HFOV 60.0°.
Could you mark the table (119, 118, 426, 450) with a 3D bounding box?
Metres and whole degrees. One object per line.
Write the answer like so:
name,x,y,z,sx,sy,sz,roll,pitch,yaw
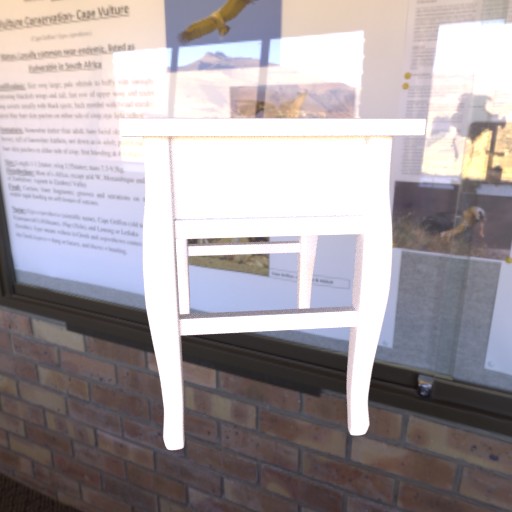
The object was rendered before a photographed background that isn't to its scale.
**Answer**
table,0.000,0.000,1.025,0.463,0.605,0.599,-2,17,-6
